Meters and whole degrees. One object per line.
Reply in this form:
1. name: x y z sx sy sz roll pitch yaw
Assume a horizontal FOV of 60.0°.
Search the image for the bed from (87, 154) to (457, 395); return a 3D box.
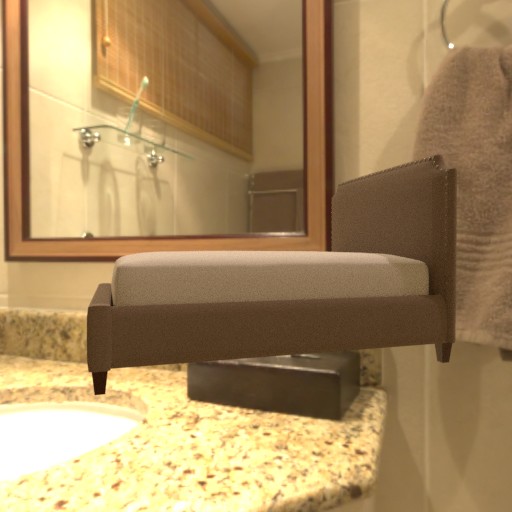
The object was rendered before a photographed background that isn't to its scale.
1. bed: 0.000 0.000 3.447 2.372 1.443 1.713 0 1 -18
